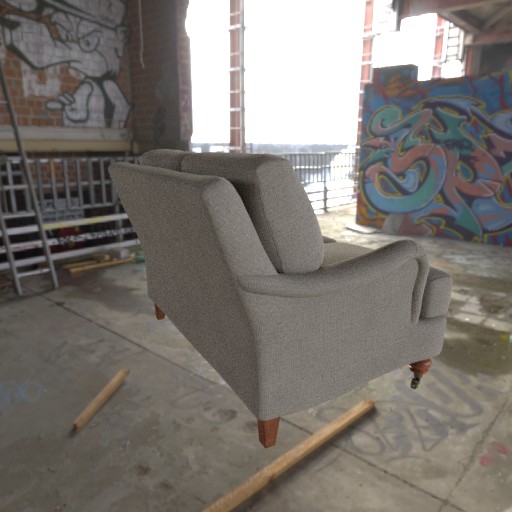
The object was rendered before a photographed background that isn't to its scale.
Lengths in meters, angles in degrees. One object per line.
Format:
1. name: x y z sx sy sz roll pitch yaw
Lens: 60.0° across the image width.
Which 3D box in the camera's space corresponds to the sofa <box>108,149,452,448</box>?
1. sofa: 0.000 0.000 2.148 1.087 0.999 1.480 -7 16 -27
